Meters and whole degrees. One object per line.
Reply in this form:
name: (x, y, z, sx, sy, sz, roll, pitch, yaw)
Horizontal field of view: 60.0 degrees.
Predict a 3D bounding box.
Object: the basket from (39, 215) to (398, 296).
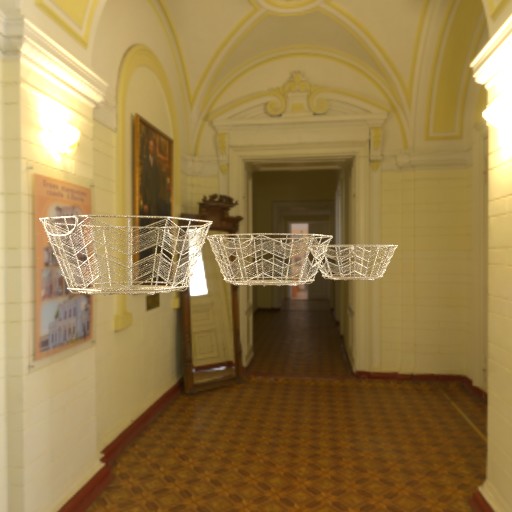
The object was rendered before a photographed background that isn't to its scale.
basket: (0.000, 0.000, 1.392, 1.246, 0.178, 0.432, 0, 0, -37)
